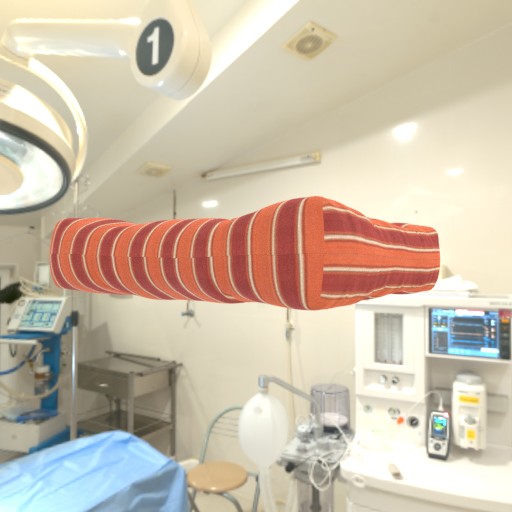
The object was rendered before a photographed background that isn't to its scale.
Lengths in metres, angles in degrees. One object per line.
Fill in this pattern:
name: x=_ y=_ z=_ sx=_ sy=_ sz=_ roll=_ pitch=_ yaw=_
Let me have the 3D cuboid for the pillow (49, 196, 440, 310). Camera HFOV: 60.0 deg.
pillow: x=0.000 y=0.000 z=0.733 sx=0.490 sy=0.133 sz=0.468 roll=-1 pitch=-1 yaw=35
